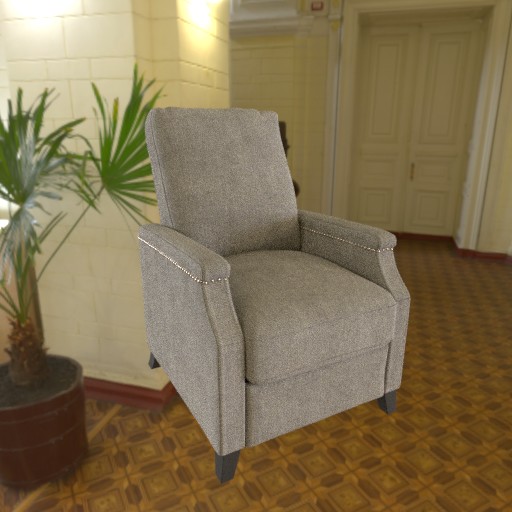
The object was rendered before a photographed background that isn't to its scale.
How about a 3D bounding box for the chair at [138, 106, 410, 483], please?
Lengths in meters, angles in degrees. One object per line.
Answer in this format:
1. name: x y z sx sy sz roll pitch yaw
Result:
1. chair: 0.000 0.000 1.626 0.710 1.049 0.922 -9 19 -28
